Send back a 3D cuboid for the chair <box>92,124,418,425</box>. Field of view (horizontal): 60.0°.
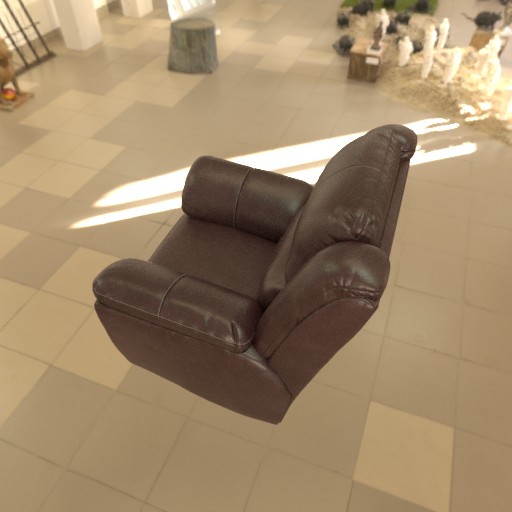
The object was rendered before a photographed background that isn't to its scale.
[{"bbox_3d":[0.000,0.000,1.882,1.041,1.093,0.990,15,46,14],"label":"chair"}]
